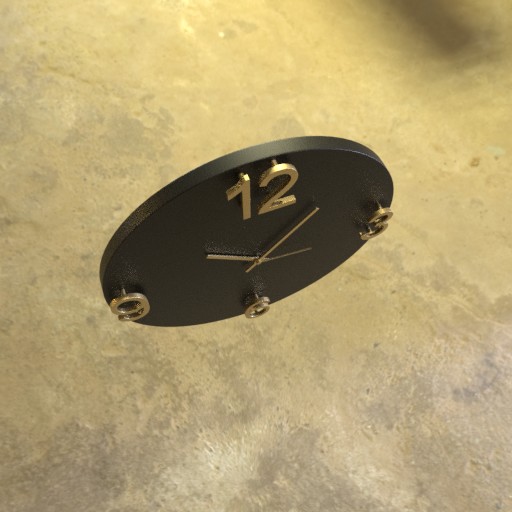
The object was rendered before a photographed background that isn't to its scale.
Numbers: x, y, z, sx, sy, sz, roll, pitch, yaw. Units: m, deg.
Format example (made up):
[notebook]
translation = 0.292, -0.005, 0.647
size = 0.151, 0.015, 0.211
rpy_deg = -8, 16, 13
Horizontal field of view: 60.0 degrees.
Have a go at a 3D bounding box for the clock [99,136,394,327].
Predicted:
[clock]
translation = 0.000, 0.000, 0.678
size = 0.454, 0.454, 0.038
rpy_deg = -19, 64, -10
